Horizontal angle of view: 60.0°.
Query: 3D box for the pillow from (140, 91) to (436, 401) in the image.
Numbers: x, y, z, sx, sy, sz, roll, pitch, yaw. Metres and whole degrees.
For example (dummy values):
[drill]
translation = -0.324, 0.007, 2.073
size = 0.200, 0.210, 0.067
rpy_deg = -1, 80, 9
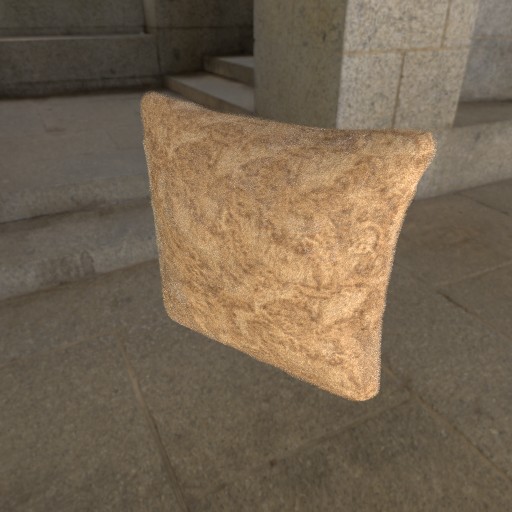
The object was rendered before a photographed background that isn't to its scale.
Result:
[pillow]
translation = 0.000, 0.000, 0.812
size = 0.538, 0.525, 0.216
rpy_deg = 18, 34, 28
